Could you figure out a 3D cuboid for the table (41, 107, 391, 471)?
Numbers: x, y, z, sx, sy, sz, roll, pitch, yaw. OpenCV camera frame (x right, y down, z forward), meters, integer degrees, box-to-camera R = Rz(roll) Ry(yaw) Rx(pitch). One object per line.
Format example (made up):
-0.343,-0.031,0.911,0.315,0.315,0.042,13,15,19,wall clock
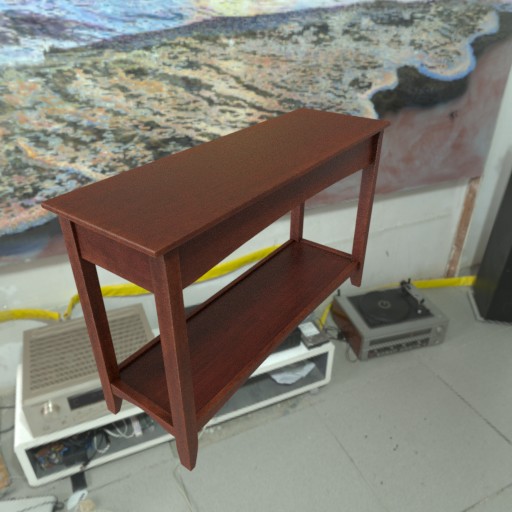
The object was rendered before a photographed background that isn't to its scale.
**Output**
0.000,0.000,1.542,0.392,0.739,1.188,21,37,30,table
